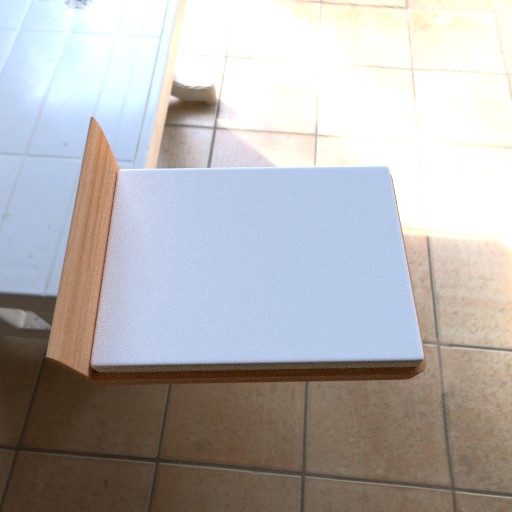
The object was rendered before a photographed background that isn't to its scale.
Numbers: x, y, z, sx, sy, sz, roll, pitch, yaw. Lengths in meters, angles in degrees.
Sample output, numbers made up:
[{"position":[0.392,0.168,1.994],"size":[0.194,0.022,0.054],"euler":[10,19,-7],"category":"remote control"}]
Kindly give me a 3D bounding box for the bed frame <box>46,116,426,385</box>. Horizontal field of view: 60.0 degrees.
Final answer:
[{"position":[0.000,0.000,2.814],"size":[1.992,0.940,1.472],"euler":[-1,64,0],"category":"bed frame"}]
